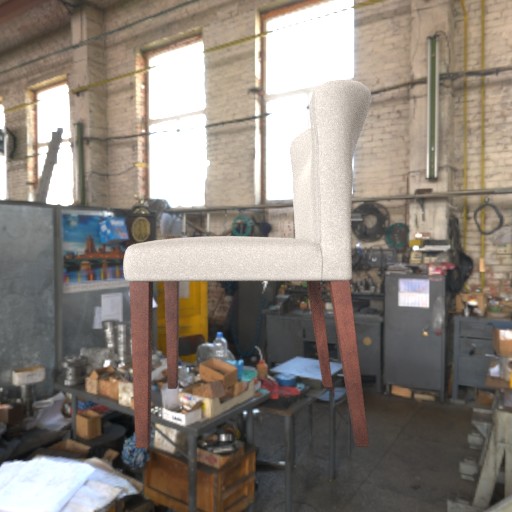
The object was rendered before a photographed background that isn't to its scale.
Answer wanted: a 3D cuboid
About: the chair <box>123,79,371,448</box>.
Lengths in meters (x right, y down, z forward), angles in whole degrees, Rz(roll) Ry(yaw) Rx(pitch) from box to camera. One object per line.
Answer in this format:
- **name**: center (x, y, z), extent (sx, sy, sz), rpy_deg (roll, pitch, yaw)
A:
- **chair**: center (0.000, 0.000, 1.190), extent (0.592, 0.839, 0.491), rpy_deg (0, 1, -1)
